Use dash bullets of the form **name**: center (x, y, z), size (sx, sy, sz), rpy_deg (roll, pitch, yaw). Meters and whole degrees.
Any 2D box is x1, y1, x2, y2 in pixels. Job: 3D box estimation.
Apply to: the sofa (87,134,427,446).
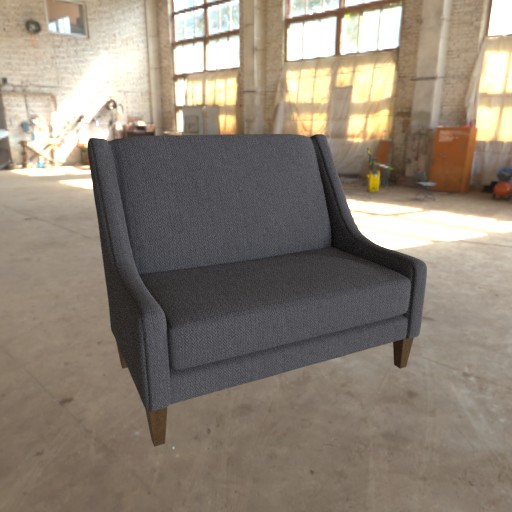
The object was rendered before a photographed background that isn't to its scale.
- **sofa**: center (0.000, 0.000, 1.963), size (1.242, 1.022, 0.873), rpy_deg (-8, 19, -26)
